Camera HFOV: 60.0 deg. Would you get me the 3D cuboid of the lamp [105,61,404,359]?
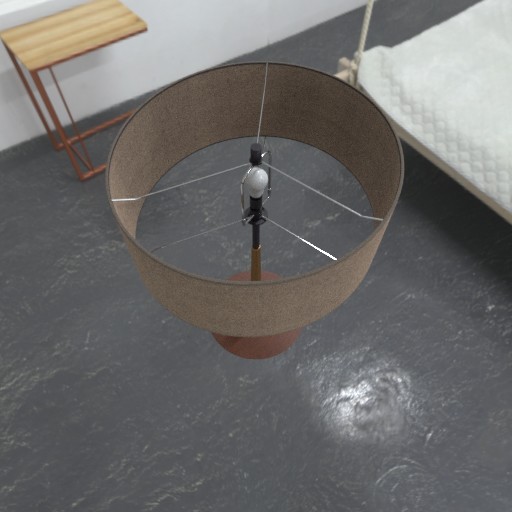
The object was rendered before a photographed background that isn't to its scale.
[{"bbox_3d":[0.000,0.000,0.830,0.396,0.551,0.417,30,63,18],"label":"lamp"}]
